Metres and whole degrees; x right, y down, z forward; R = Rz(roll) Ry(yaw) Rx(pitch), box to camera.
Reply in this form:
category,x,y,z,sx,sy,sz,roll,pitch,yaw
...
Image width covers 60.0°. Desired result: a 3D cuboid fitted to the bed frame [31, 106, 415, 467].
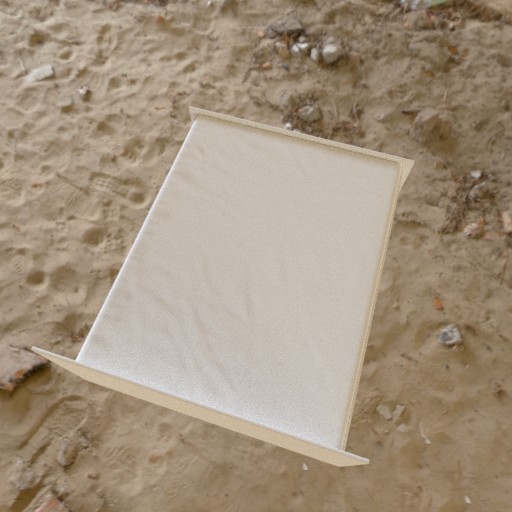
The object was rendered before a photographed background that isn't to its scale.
category,x,y,z,sx,sy,sz,roll,pitch,yaw
bed frame,0.000,0.000,2.904,1.720,0.800,2.060,16,65,8
